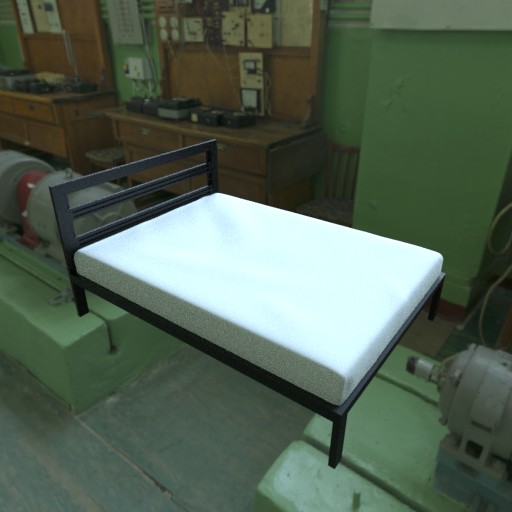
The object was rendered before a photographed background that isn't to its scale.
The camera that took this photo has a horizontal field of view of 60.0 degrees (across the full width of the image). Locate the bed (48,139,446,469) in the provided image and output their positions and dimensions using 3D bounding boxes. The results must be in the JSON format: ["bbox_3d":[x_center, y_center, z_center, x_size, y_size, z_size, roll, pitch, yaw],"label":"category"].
[{"bbox_3d":[0.000,0.000,2.940,2.062,0.967,1.524,19,34,32],"label":"bed"}]
